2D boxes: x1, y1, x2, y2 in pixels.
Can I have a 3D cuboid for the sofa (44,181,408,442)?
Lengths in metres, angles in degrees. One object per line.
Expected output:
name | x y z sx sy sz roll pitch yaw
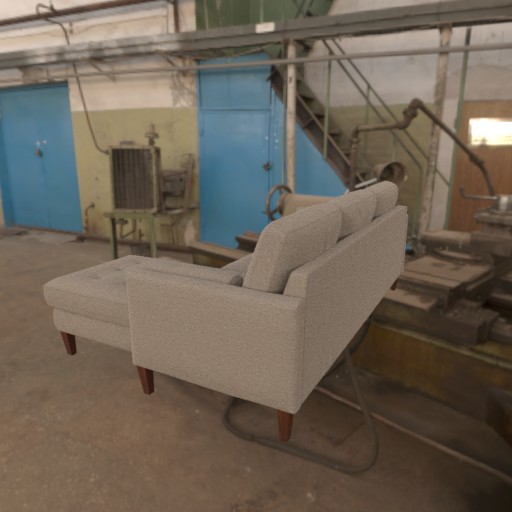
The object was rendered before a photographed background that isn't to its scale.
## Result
sofa | 0.000 0.000 2.868 1.506 0.875 2.178 8 17 27
